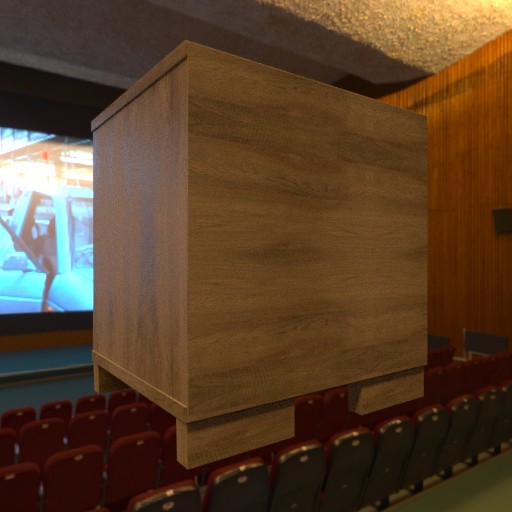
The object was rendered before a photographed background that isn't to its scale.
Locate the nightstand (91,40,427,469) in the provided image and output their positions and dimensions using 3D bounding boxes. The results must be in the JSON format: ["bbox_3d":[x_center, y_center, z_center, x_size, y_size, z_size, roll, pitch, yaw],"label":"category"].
[{"bbox_3d":[0.000,0.000,0.722,0.427,0.448,0.347,0,0,-36],"label":"nightstand"}]
